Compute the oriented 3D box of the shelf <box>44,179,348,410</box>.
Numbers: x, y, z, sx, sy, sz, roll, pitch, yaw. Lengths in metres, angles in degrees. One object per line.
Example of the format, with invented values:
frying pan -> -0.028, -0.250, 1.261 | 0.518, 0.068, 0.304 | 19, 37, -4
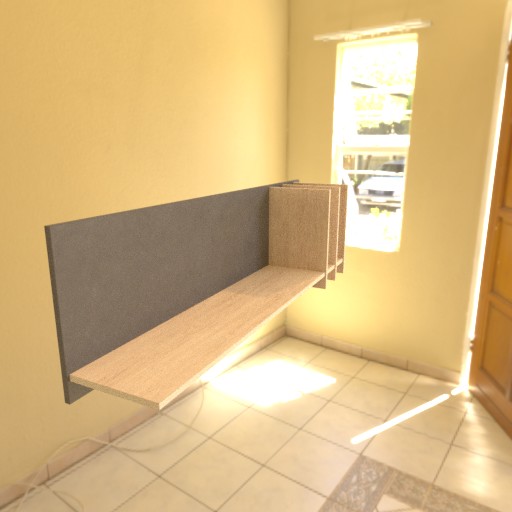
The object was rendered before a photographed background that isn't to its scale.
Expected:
shelf -> 0.000, 0.000, 1.101 | 0.200, 0.300, 1.020 | 7, 16, 26
